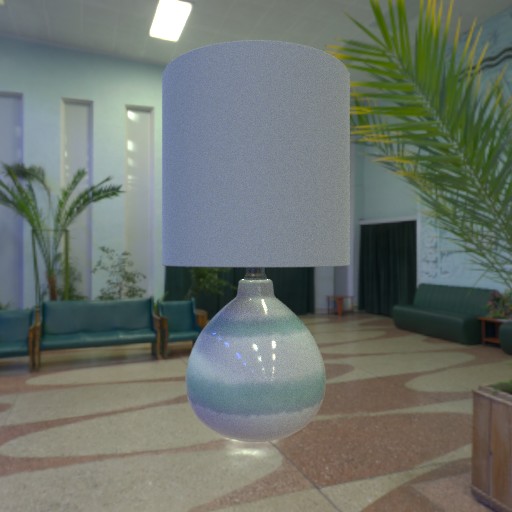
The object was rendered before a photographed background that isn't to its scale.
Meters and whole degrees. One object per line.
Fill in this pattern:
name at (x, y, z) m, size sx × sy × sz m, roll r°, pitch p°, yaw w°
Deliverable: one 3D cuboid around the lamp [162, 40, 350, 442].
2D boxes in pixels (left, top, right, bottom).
lamp at (0.000, 0.000, 0.522) m, size 0.217 × 0.404 × 0.217 m, roll 0°, pitch 0°, yaw -19°
